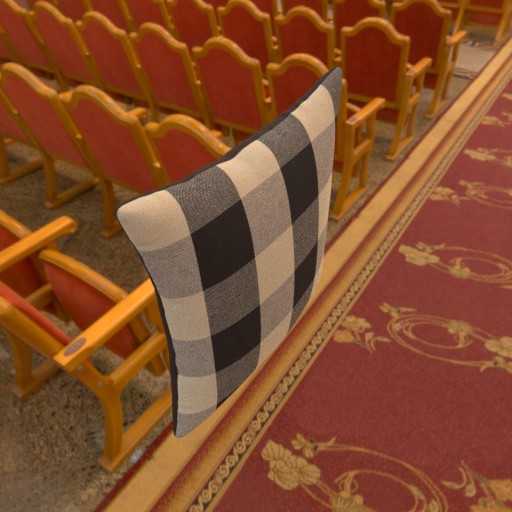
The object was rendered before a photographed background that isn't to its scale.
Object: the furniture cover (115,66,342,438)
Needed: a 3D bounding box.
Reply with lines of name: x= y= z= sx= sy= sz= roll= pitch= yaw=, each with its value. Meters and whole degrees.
furniture cover: x=0.000 y=0.000 z=0.783 sx=0.161 sy=0.509 sz=0.511 roll=25 pitch=48 yaw=25
